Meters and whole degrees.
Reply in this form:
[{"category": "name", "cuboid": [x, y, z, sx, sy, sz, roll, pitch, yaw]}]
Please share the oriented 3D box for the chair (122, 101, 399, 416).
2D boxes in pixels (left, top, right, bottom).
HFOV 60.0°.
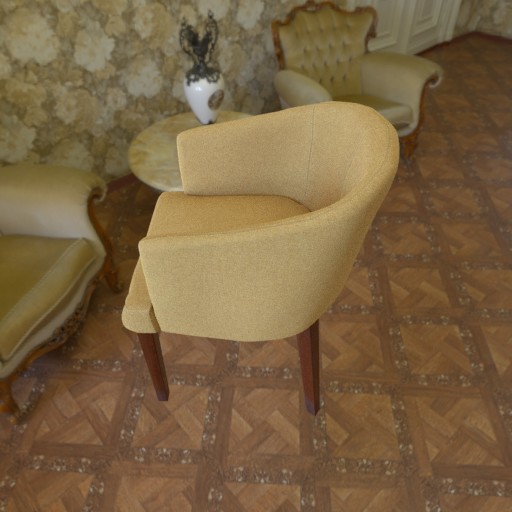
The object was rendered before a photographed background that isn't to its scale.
[{"category": "chair", "cuboid": [0.000, 0.000, 1.294, 0.655, 0.811, 0.583, 1, 42, 1]}]
